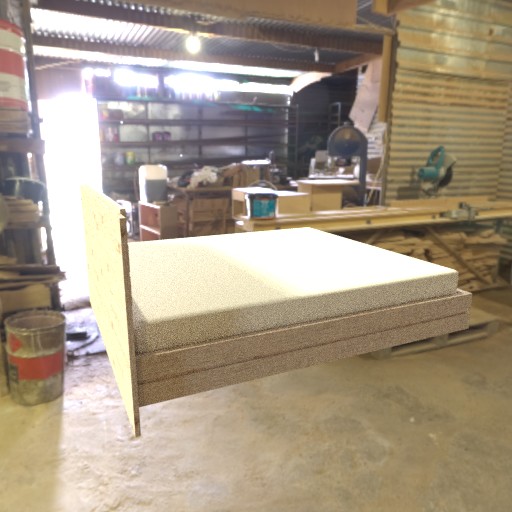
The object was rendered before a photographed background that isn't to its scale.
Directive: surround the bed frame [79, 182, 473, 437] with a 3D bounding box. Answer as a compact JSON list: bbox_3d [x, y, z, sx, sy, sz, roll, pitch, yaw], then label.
[{"bbox_3d":[0.000,0.000,3.089,2.080,0.970,1.950,-6,15,-25],"label":"bed frame"}]
